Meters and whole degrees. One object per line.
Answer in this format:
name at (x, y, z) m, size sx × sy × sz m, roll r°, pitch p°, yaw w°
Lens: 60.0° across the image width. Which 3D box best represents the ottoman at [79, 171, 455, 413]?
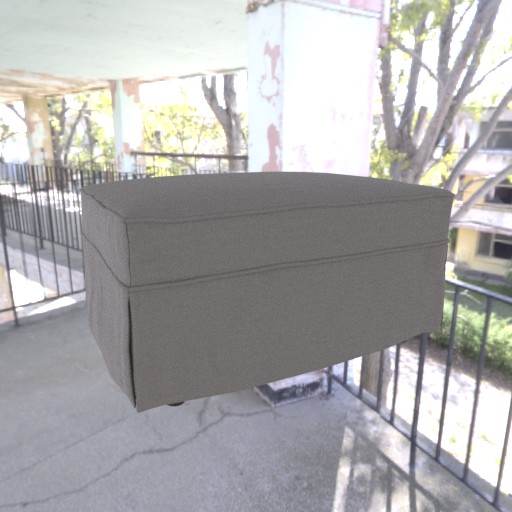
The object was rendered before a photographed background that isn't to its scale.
ottoman at (0.000, 0.000, 1.327) m, size 0.944 × 0.479 × 0.703 m, roll -8°, pitch 16°, yaw -27°
